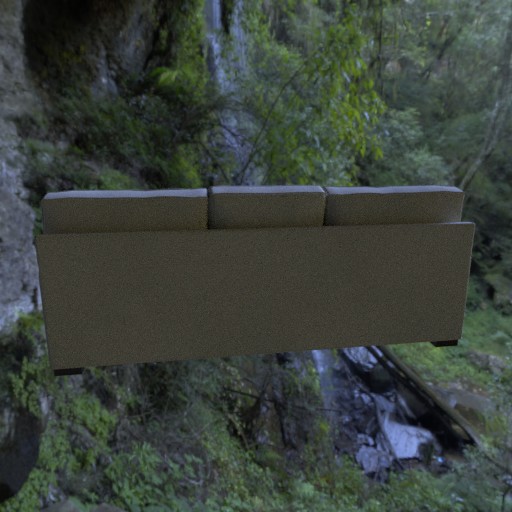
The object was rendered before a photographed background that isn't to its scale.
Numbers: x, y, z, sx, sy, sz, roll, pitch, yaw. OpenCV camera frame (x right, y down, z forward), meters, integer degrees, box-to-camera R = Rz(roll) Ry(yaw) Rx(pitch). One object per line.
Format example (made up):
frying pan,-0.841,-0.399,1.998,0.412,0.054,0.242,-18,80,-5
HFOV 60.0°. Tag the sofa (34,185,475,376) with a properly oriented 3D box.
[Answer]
sofa,0.000,0.000,2.556,2.088,0.862,0.935,-2,14,-9
